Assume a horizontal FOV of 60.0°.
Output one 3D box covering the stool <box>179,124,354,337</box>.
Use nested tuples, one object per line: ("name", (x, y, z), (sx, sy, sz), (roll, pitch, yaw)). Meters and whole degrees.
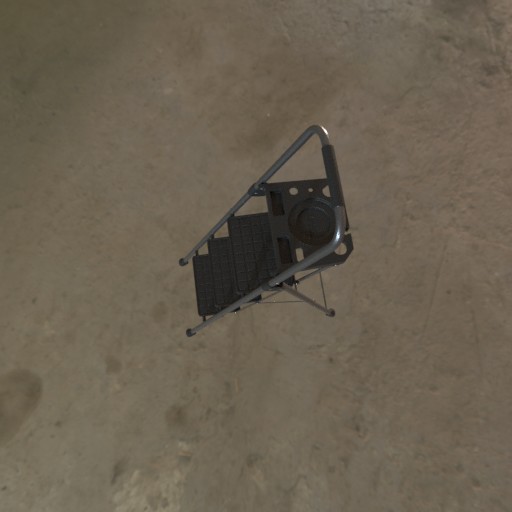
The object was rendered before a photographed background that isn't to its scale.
("stool", (0.000, 0.000, 1.580), (0.733, 1.277, 0.396), (-8, 76, -2))
